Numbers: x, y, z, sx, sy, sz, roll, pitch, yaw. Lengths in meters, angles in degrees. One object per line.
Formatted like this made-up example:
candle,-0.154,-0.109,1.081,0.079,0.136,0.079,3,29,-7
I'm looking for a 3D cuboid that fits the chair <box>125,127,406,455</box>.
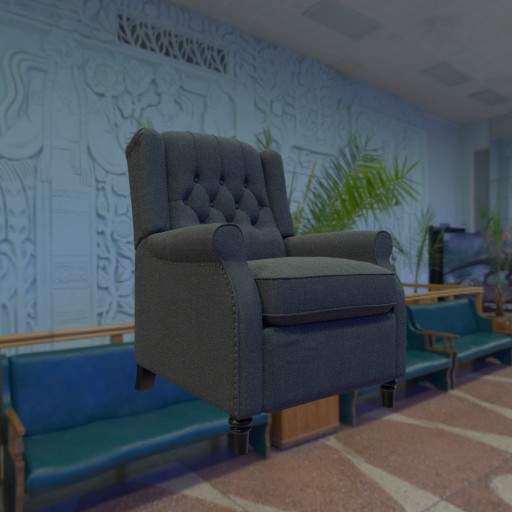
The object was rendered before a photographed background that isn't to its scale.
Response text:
chair,0.000,0.000,1.625,0.742,1.035,0.898,0,0,-36
